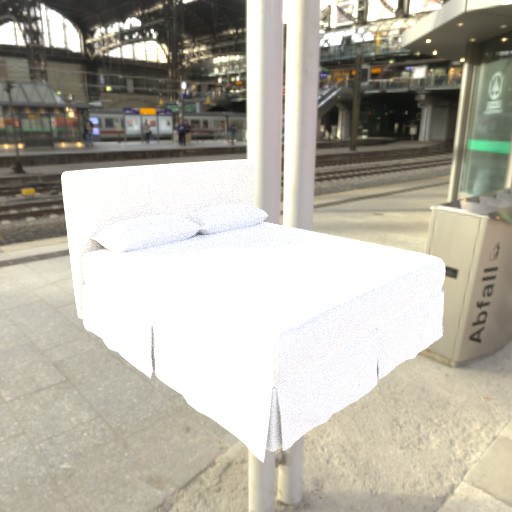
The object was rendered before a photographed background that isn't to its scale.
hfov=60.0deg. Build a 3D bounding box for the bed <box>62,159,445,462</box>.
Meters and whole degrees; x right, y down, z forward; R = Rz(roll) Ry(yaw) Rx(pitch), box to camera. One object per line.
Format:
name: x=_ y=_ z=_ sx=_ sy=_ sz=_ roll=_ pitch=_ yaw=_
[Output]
bed: x=0.000 y=0.000 z=3.515 sx=2.119 sy=1.317 sz=2.341 roll=-15 pitch=22 yaw=-43
